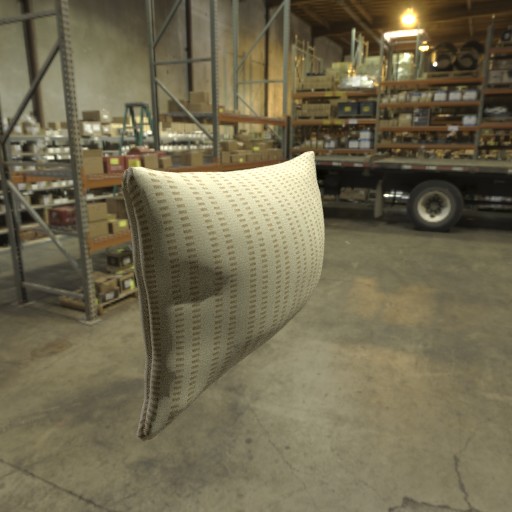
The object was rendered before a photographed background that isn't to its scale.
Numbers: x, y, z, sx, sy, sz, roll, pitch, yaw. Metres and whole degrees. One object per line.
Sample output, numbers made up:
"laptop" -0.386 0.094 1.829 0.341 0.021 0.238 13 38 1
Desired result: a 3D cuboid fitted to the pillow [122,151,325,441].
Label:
"pillow" 0.000 0.000 0.803 0.210 0.353 0.640 7 17 25
